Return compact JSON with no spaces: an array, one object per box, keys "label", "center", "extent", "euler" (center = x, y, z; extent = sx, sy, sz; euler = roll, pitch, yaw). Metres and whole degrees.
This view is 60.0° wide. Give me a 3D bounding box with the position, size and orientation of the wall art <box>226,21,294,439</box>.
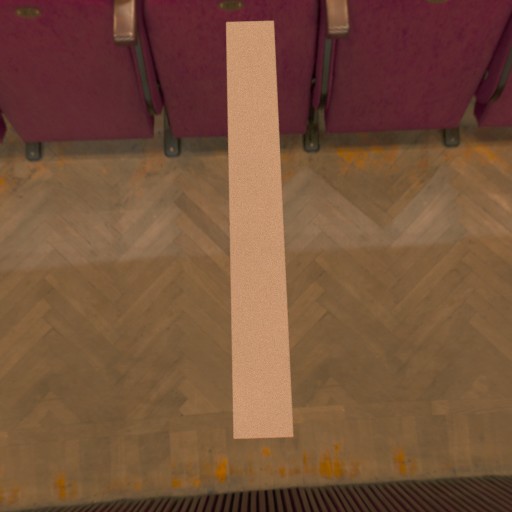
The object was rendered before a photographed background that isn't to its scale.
[{"label":"wall art","center":[0.000,0.000,0.459],"extent":[0.038,0.305,0.305],"euler":[-2,77,0]}]
